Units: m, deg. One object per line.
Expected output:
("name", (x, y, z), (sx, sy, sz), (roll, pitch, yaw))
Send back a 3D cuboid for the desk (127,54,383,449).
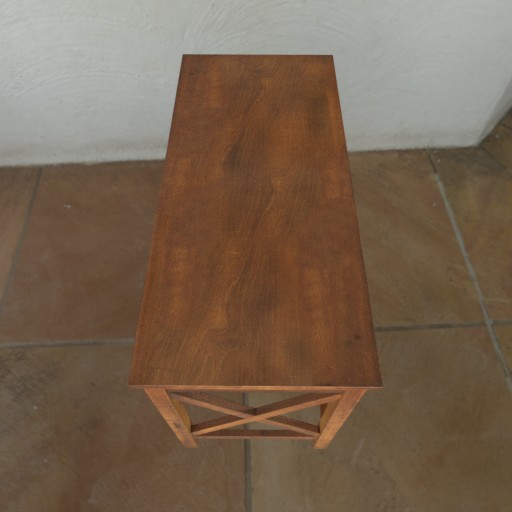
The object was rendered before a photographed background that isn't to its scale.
("desk", (0.000, 0.000, 1.498), (0.508, 0.762, 1.117), (0, 57, 0))
